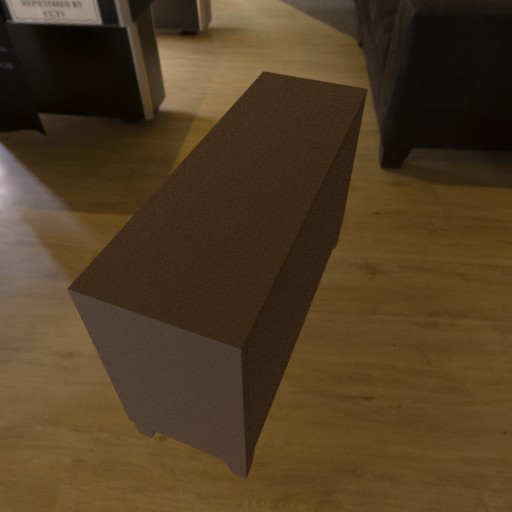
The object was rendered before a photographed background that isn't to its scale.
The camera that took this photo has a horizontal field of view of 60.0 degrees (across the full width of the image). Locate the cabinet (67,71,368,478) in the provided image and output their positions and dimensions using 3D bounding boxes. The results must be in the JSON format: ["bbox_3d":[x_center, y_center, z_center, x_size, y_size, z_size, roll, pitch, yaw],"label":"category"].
[{"bbox_3d":[0.000,0.000,1.848,0.482,0.914,1.396,16,48,15],"label":"cabinet"}]
